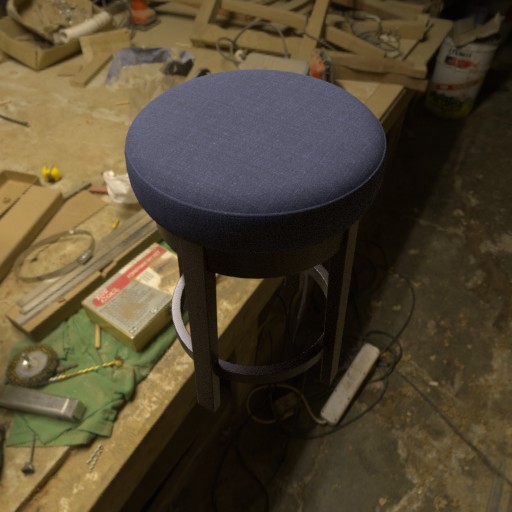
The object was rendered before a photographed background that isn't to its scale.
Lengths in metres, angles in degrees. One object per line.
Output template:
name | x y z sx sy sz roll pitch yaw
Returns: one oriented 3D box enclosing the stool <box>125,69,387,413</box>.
stool | 0.000 0.000 0.942 0.449 0.655 0.449 0 47 0
